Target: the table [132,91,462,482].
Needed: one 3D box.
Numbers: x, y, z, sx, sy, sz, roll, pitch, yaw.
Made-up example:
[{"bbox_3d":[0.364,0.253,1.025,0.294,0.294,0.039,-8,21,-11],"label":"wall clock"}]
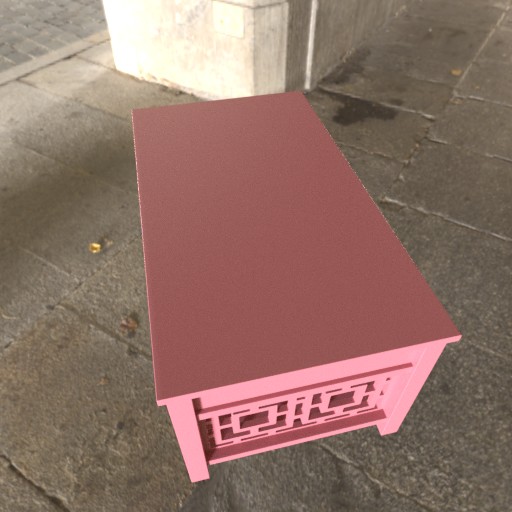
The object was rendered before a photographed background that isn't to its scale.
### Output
[{"bbox_3d":[0.000,0.000,1.366,0.612,0.493,1.068,-10,47,-9],"label":"table"}]
